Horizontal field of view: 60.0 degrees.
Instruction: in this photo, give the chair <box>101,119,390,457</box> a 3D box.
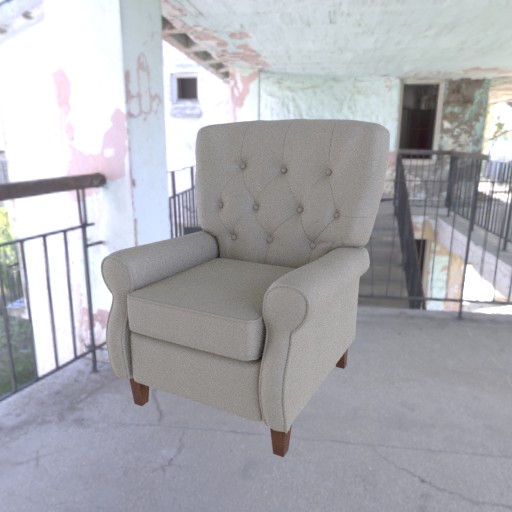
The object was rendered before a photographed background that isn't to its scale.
[{"bbox_3d":[0.000,0.000,1.909,0.943,1.158,1.059,8,17,27],"label":"chair"}]
